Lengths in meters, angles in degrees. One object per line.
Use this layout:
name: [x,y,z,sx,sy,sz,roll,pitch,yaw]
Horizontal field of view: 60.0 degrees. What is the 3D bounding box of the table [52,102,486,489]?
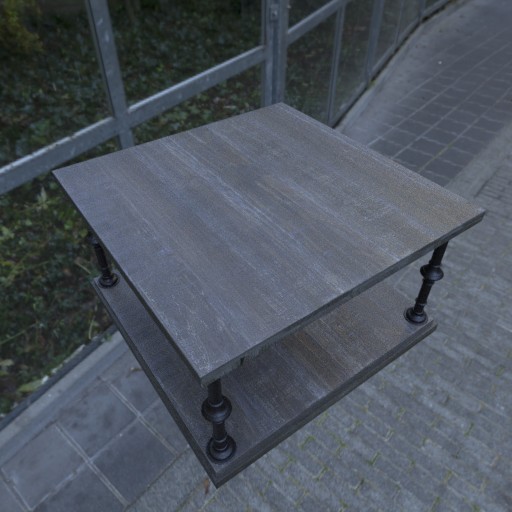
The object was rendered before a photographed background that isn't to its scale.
table: [0.000,0.000,1.127,0.696,0.400,0.696,-26,48,-26]
